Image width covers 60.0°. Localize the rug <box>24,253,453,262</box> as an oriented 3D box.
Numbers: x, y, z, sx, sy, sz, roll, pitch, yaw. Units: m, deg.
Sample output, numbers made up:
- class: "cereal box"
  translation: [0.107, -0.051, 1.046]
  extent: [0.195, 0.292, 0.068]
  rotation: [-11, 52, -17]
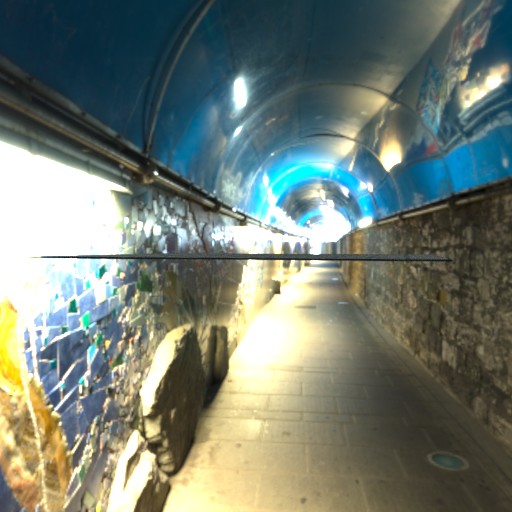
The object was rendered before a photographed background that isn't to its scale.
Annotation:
- class: "rug"
  translation: [0.000, 0.000, 4.383]
  extent: [3.342, 0.018, 2.432]
  rotation: [0, 1, 18]
